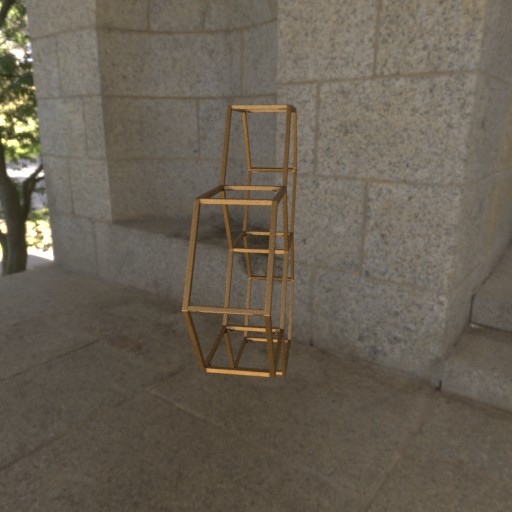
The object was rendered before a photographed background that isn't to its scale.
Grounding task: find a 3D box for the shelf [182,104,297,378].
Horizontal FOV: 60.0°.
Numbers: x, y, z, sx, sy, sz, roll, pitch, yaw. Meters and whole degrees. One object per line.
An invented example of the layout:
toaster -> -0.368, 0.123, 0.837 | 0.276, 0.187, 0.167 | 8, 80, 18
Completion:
shelf -> 0.000, 0.000, 1.075 | 0.150, 0.701, 0.708 | 2, 16, 8
